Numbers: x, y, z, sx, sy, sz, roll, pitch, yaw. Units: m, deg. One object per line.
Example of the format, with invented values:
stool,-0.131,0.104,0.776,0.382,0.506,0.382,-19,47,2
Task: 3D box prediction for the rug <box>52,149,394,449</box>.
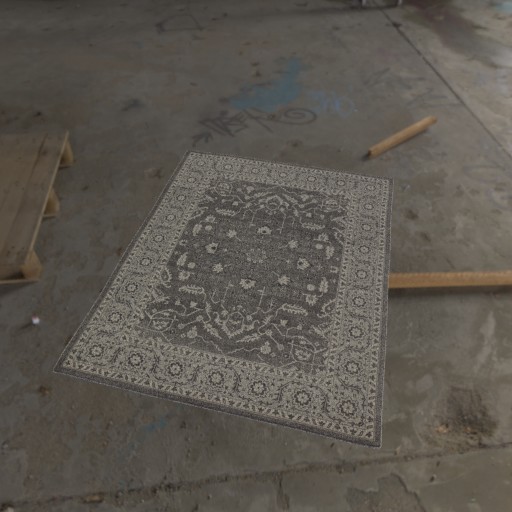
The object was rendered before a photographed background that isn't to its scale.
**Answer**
rug,0.000,0.000,4.171,2.451,0.026,3.069,10,48,9
